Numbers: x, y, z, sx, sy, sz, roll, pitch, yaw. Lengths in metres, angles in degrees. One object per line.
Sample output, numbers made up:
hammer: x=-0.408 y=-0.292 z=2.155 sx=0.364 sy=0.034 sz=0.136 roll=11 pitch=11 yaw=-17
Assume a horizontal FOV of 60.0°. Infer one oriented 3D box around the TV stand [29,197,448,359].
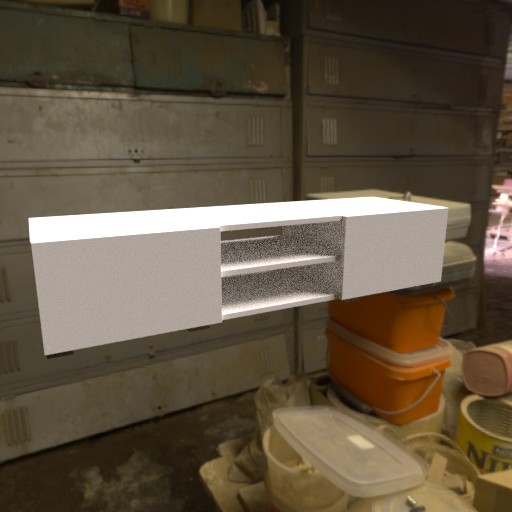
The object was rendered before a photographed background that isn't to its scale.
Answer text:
TV stand: x=0.000 y=0.000 z=1.564 sx=1.400 sy=0.310 sz=0.420 roll=-7 pitch=15 yaw=-26
